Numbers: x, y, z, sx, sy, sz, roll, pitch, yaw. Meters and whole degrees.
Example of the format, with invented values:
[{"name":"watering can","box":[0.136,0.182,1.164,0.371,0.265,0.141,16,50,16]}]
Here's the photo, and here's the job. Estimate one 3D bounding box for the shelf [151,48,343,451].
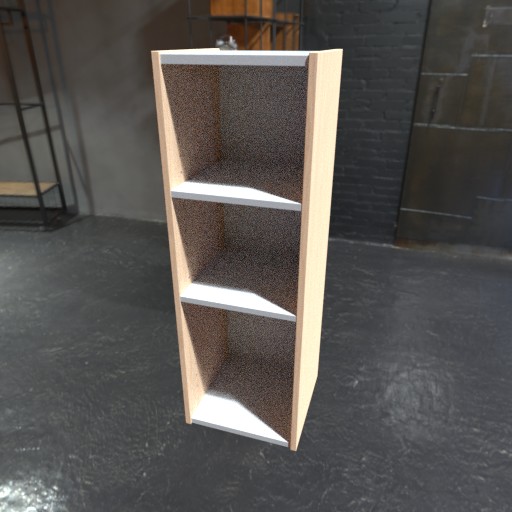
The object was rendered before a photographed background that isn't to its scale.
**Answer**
[{"name":"shelf","box":[0.000,0.000,1.068,0.300,0.900,0.290,8,27,16]}]
